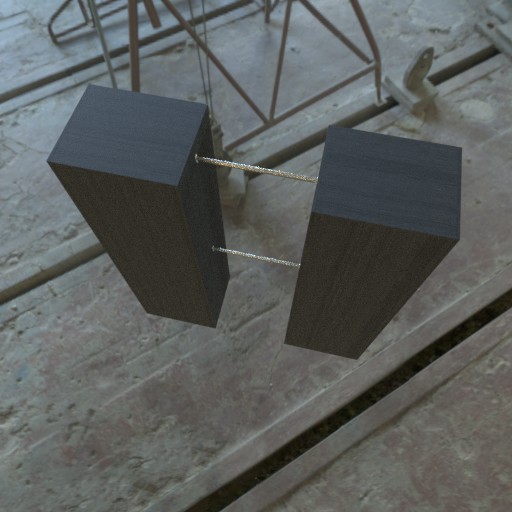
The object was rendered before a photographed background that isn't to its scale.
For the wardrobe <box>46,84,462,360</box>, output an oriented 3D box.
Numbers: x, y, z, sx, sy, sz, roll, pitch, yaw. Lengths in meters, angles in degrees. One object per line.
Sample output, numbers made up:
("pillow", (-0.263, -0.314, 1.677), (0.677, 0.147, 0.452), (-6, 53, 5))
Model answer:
("wardrobe", (0.000, 0.000, 2.847), (1.770, 2.000, 0.480), (11, 64, 6))
